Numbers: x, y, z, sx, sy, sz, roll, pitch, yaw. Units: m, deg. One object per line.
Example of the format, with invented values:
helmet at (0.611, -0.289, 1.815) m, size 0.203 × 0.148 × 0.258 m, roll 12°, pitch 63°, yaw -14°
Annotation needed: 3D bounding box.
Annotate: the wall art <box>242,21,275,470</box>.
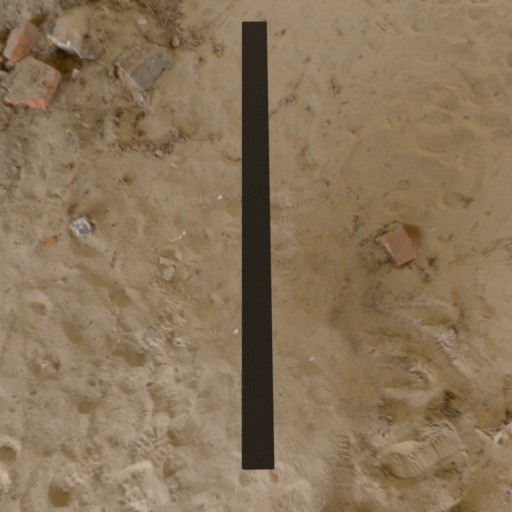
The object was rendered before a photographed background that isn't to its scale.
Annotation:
wall art at (0.000, 0.000, 1.200) m, size 0.058 × 0.640 × 0.939 m, roll 0°, pitch 75°, yaw 0°
